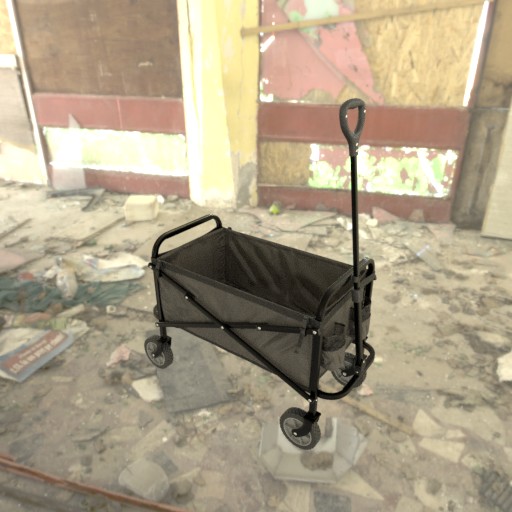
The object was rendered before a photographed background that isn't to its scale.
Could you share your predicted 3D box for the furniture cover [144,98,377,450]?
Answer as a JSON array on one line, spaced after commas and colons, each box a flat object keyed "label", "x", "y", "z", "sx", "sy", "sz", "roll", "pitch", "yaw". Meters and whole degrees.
[{"label": "furniture cover", "x": 0.000, "y": 0.000, "z": 1.849, "sx": 1.038, "sy": 1.295, "sz": 0.532, "roll": 18, "pitch": 31, "yaw": 32}]
